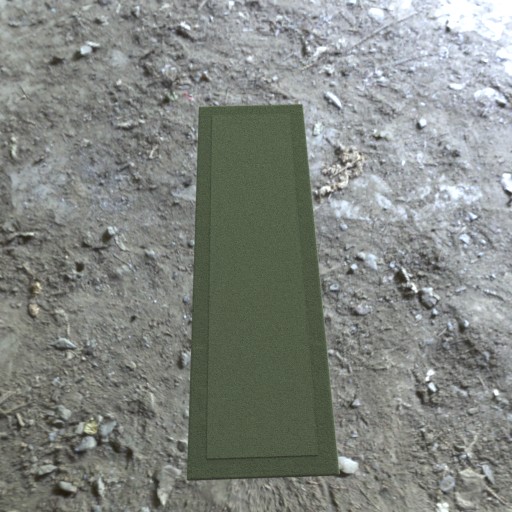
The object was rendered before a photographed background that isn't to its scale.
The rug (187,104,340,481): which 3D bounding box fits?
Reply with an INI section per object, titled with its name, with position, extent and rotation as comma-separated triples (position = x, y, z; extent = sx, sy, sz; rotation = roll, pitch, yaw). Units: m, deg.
[rug]
position = 0.000, 0.000, 2.710
extent = 0.759, 0.012, 2.430
rotation = -2, 65, -1
